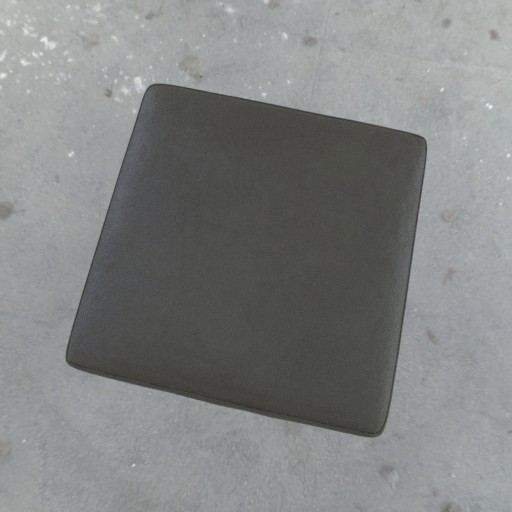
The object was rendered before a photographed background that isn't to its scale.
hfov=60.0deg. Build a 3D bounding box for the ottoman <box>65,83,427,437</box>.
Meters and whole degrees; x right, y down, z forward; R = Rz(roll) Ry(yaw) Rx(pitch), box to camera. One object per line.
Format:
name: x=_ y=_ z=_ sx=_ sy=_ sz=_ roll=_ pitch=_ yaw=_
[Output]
ottoman: x=0.000 y=0.000 z=1.316 sx=0.836 sy=0.415 sz=0.844 roll=12 pitch=78 yaw=3
